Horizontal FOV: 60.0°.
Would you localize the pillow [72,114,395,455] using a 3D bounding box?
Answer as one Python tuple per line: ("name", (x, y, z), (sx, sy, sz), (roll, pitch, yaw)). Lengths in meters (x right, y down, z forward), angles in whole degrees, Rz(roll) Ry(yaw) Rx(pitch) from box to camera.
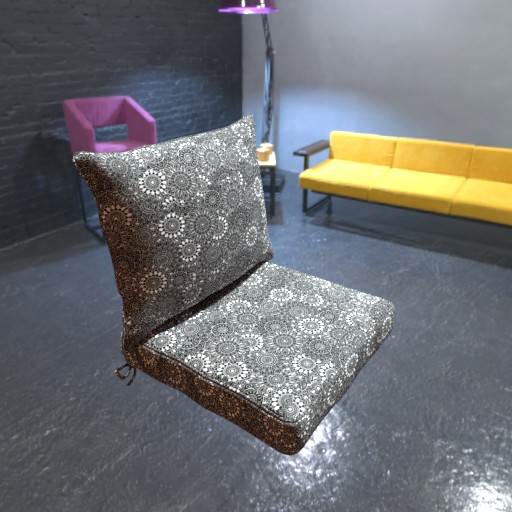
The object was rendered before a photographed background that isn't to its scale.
("pillow", (0.000, 0.000, 1.389), (0.740, 0.722, 0.798), (18, 31, 32))
